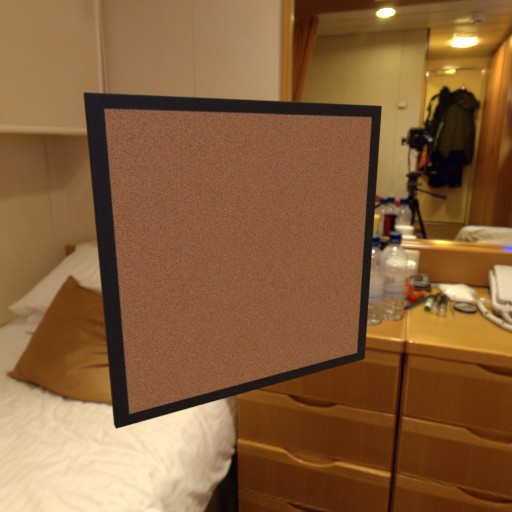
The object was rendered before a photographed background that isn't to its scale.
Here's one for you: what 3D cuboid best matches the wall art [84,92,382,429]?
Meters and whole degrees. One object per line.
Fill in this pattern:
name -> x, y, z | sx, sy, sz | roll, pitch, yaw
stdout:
wall art -> 0.000, 0.000, 0.988 | 0.663, 0.659, 0.016 | -7, 16, -26
